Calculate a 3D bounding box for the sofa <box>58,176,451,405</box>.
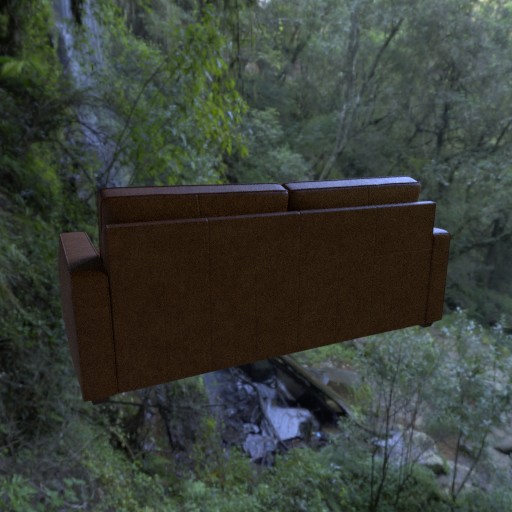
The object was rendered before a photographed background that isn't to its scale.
[{"bbox_3d":[0.000,0.000,2.641,2.156,0.928,0.991,-7,16,-25],"label":"sofa"}]
